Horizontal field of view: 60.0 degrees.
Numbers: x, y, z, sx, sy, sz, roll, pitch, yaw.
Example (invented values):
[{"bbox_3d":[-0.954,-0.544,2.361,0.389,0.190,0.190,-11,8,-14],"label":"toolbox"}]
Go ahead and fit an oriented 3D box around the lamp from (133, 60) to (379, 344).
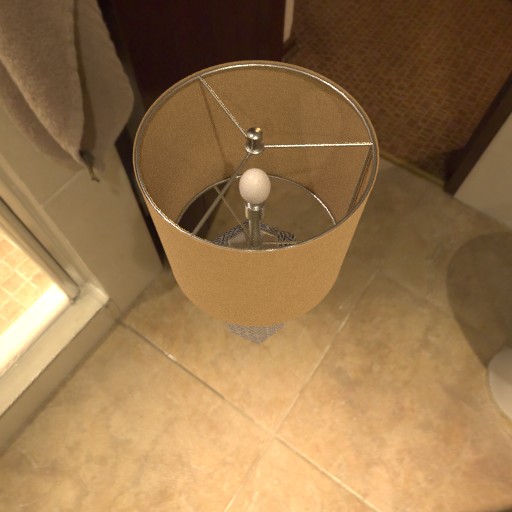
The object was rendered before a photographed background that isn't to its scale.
[{"bbox_3d":[0.000,0.000,0.866,0.320,0.682,0.320,-1,63,-1],"label":"lamp"}]
